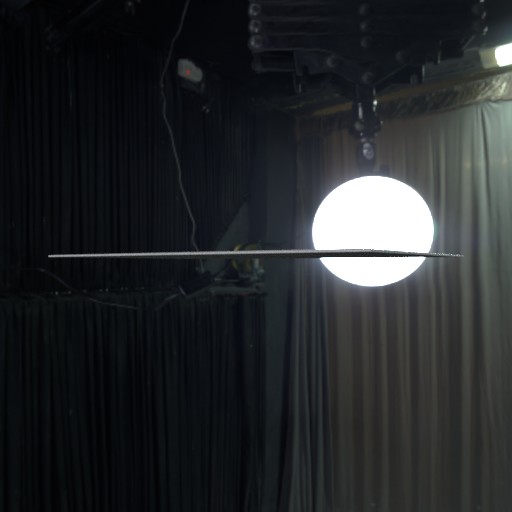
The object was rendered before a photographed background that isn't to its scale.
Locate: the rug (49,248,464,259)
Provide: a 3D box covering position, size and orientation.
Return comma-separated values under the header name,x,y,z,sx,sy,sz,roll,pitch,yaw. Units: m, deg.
name,x,y,z,sx,sy,sz,roll,pitch,yaw
rug,0.000,0.000,2.914,2.213,0.014,1.608,-1,-1,36
